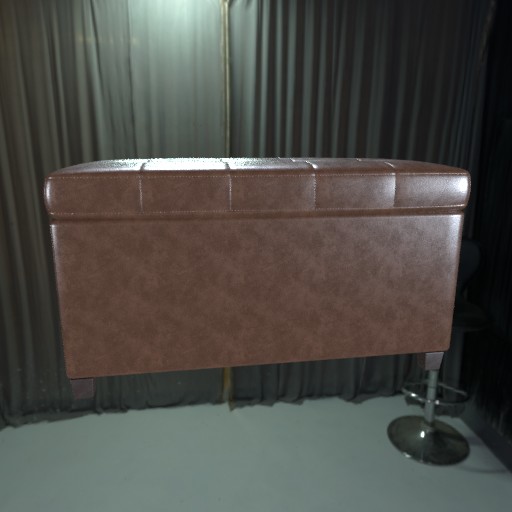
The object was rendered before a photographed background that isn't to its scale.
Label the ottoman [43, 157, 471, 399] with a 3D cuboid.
[{"bbox_3d":[0.000,0.000,1.091,0.838,0.470,0.432,-2,14,-9],"label":"ottoman"}]
